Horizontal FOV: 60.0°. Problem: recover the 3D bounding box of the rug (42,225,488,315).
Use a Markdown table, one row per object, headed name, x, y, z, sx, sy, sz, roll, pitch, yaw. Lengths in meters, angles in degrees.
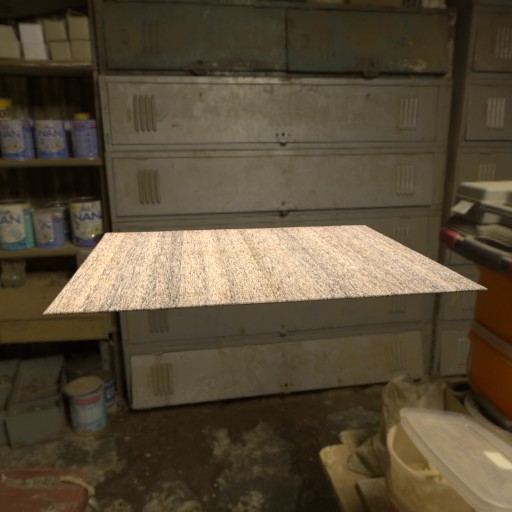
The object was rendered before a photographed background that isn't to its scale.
| name | x | y | z | sx | sy | sz | roll | pitch | yaw |
| --- | --- | --- | --- | --- | --- | --- | --- | --- | --- |
| rug | 0.000 | 0.000 | 4.281 | 3.199 | 0.036 | 2.414 | -2 | 16 | -8 |
